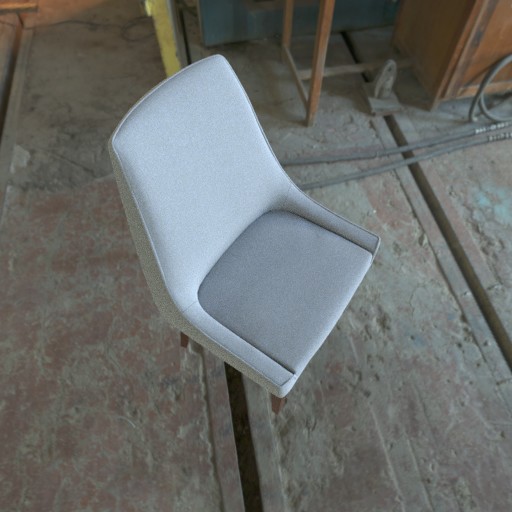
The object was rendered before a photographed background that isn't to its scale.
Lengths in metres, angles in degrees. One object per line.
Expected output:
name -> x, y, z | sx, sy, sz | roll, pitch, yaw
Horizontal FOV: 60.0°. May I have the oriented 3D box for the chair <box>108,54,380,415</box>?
chair -> 0.000, 0.000, 1.212 | 0.544, 0.861, 0.529 | 30, 62, 18
